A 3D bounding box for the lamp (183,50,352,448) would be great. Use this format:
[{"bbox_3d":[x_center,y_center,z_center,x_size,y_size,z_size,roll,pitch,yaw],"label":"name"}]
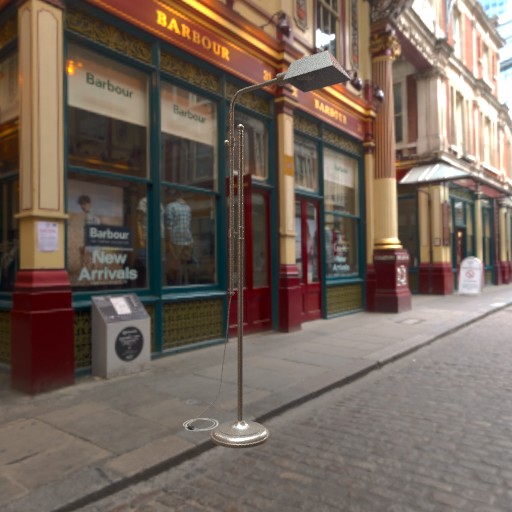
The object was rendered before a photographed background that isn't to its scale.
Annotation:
[{"bbox_3d":[0.000,0.000,1.897,0.813,1.571,0.256,-1,-2,37],"label":"lamp"}]
